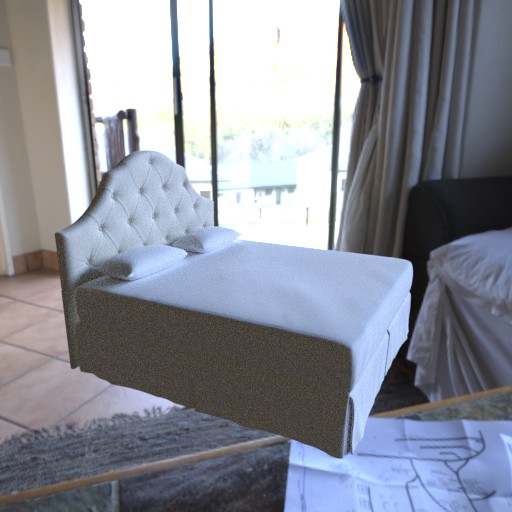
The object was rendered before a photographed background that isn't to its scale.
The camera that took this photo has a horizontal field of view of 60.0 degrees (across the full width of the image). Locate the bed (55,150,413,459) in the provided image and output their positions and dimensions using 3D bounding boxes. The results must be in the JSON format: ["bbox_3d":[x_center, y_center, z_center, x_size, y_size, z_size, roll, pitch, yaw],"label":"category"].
[{"bbox_3d":[0.000,0.000,3.550,2.214,1.615,2.008,8,17,27],"label":"bed"}]
